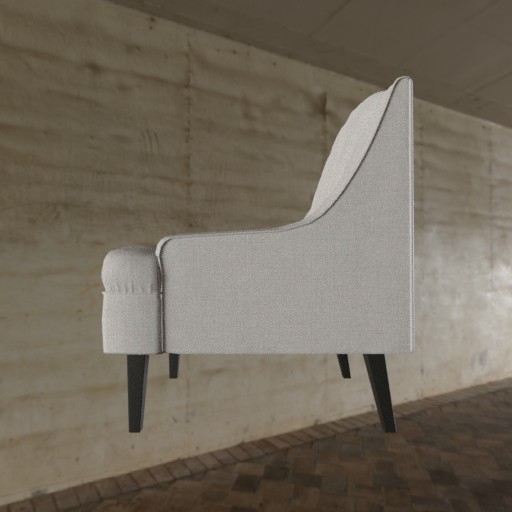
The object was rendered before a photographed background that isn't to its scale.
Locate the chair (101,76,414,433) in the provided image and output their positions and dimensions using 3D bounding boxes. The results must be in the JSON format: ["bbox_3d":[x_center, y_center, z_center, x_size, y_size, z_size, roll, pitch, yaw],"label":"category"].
[{"bbox_3d":[0.000,0.000,1.386,0.772,0.891,0.658,0,-1,0],"label":"chair"}]
